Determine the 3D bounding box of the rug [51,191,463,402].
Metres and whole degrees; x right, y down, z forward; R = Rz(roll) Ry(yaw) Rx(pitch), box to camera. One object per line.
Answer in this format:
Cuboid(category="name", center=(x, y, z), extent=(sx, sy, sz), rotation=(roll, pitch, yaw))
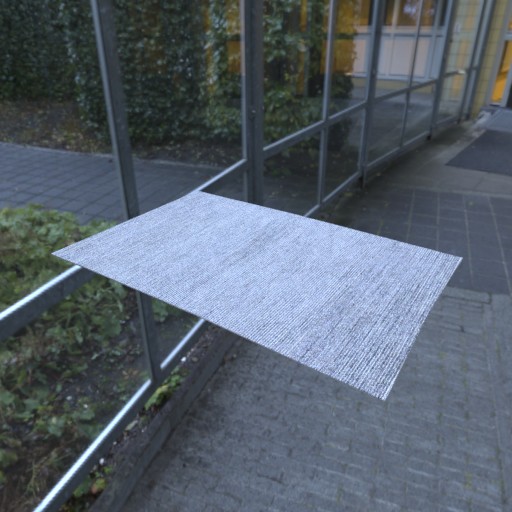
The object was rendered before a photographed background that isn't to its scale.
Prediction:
Cuboid(category="rug", center=(0.000, 0.000, 2.276), extent=(1.789, 0.021, 1.159), rotation=(18, 33, 30))
